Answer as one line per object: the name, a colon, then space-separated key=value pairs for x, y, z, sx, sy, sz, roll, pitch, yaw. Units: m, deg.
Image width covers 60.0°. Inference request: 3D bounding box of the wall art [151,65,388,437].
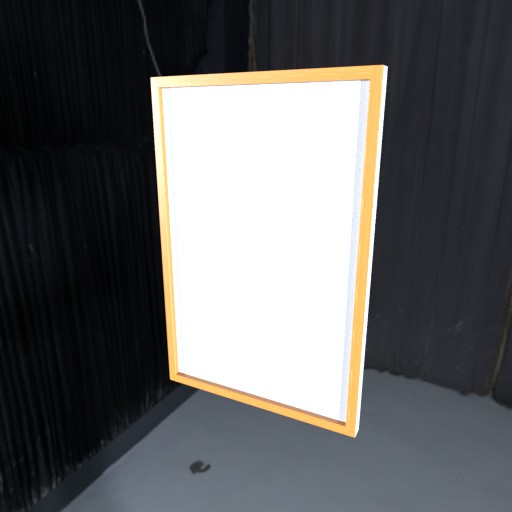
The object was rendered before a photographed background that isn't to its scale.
wall art: x=0.000 y=0.000 z=0.791 sx=0.405 sy=0.608 sz=0.025 roll=9 pitch=19 yaw=26
